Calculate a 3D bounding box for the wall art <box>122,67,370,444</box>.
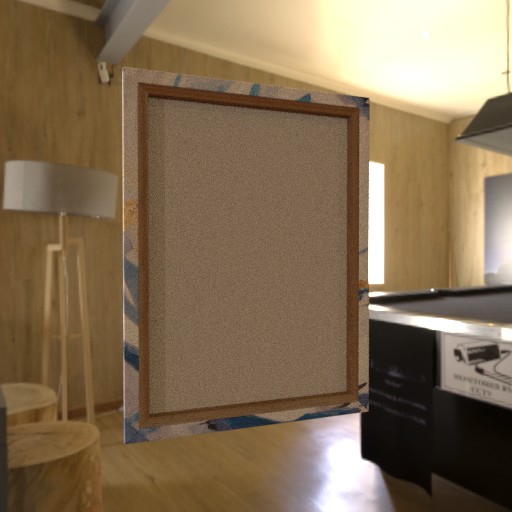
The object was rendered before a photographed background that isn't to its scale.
[{"bbox_3d":[0.000,0.000,1.327,0.761,1.015,0.038,0,1,-19],"label":"wall art"}]
